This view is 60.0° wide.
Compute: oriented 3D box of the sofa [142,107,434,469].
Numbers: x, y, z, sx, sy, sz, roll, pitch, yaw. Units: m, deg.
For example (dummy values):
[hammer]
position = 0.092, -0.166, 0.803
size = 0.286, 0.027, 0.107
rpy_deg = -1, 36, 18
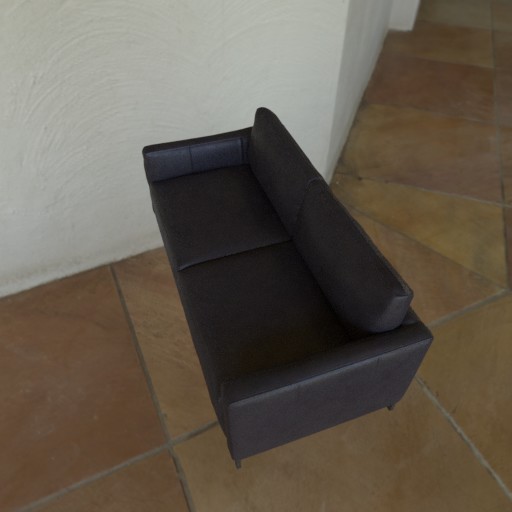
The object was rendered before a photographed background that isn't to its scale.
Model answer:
[sofa]
position = 0.000, 0.000, 2.376
size = 0.947, 0.883, 1.805
rpy_deg = -16, 48, -15
